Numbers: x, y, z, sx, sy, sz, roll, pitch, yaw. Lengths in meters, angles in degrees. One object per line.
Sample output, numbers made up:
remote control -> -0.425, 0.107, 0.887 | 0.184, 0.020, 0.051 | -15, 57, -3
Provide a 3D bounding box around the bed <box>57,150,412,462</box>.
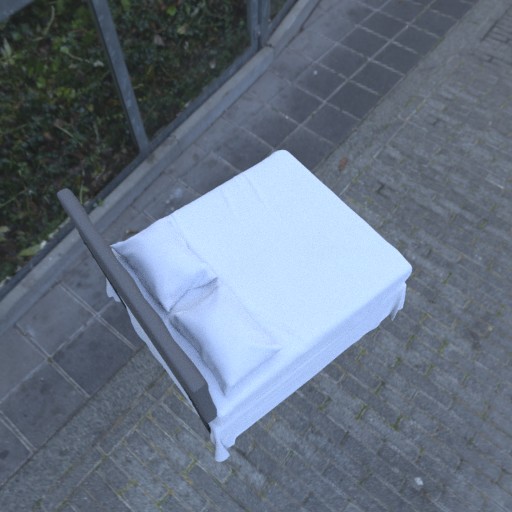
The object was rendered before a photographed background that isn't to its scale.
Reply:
bed -> 0.000, 0.000, 3.539 | 2.222, 1.577, 1.936 | -33, 65, -18
